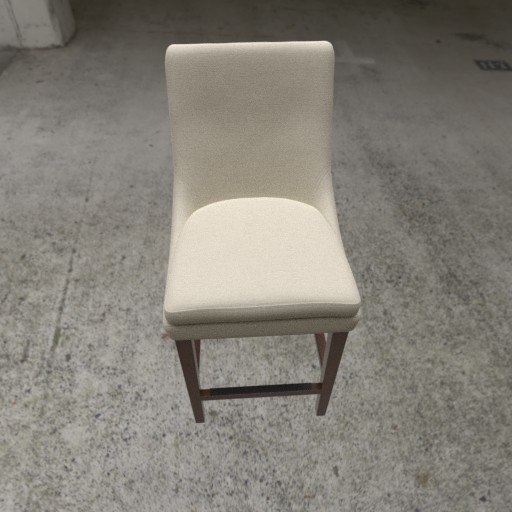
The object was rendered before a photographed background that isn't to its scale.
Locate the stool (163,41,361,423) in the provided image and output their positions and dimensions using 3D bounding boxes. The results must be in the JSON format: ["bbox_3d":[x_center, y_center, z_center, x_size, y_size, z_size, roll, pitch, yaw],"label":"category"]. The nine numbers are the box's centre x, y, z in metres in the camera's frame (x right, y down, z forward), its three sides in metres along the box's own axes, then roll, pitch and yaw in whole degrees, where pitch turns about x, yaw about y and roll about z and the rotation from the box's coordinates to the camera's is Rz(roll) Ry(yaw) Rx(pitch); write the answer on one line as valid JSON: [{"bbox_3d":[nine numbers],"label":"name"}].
[{"bbox_3d":[0.000,0.000,1.259,0.470,0.981,0.577,-3,45,-2],"label":"stool"}]
